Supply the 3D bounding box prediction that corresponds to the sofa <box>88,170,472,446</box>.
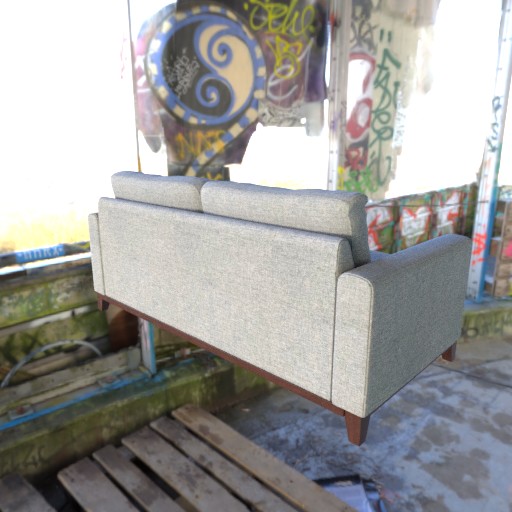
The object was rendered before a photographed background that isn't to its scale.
[{"bbox_3d":[0.000,0.000,2.450,1.978,0.892,0.969,14,20,42],"label":"sofa"}]
